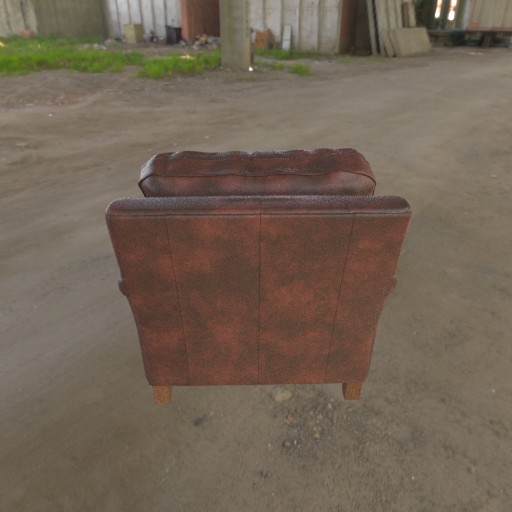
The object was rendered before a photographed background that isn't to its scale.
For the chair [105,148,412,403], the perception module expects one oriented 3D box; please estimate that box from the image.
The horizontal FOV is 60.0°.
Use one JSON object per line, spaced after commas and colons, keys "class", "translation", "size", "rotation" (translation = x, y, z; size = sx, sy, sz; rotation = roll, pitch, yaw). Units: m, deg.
{"class": "chair", "translation": [0.000, 0.000, 1.980], "size": [0.987, 1.051, 1.156], "rotation": [-1, 29, -1]}
